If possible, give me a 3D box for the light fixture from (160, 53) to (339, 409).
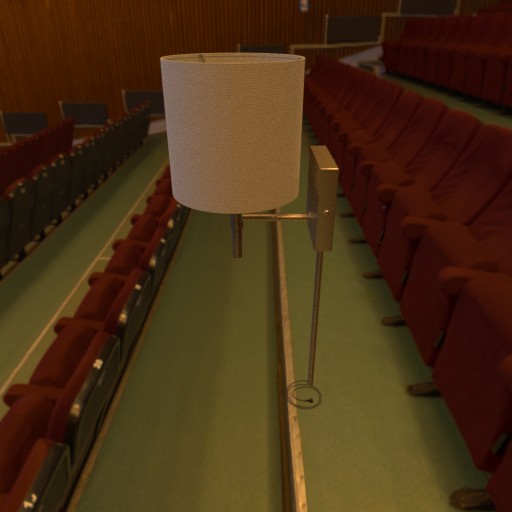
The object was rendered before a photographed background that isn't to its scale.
[{"bbox_3d":[0.000,0.000,0.719,0.248,0.589,0.188,0,28,0],"label":"light fixture"}]
